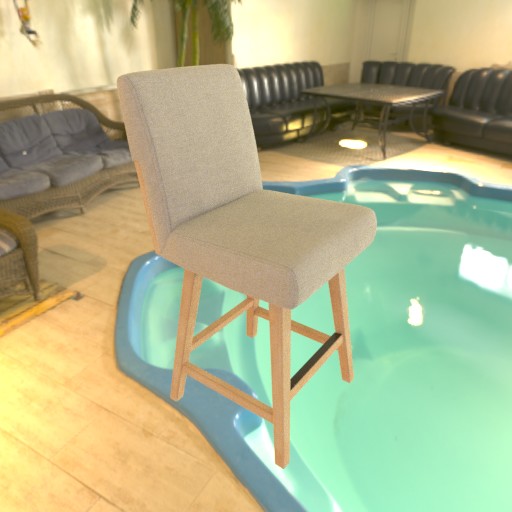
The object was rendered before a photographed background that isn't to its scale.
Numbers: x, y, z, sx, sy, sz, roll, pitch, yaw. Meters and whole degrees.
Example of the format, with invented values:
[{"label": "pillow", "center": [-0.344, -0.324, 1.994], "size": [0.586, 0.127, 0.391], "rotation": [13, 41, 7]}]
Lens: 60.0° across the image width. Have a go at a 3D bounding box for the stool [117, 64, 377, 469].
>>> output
[{"label": "stool", "center": [0.000, 0.000, 1.409], "size": [0.606, 1.085, 0.507], "rotation": [19, 33, 32]}]
